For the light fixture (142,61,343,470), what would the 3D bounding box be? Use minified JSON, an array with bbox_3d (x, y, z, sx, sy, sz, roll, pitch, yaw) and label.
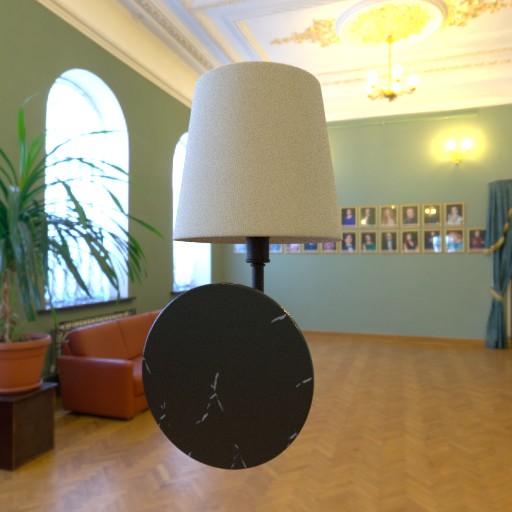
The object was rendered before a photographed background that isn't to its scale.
[{"bbox_3d":[0.000,0.000,0.439,0.168,0.337,0.188,0,-1,17],"label":"light fixture"}]
